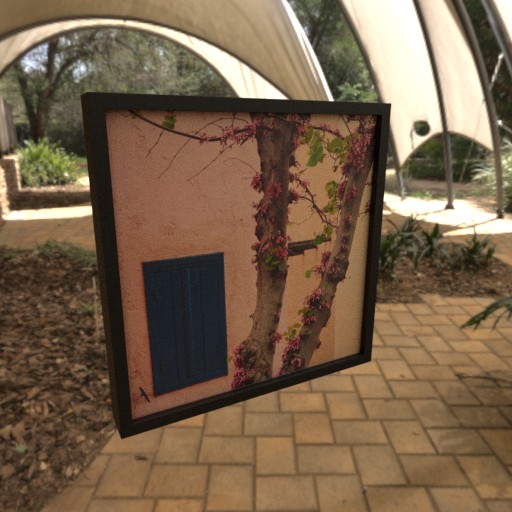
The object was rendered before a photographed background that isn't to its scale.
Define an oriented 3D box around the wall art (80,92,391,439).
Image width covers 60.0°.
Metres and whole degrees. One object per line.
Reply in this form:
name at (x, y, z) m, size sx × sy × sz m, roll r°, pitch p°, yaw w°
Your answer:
wall art at (0.000, 0.000, 0.456) m, size 0.305 × 0.304 × 0.038 m, roll -8°, pitch 18°, yaw -27°
